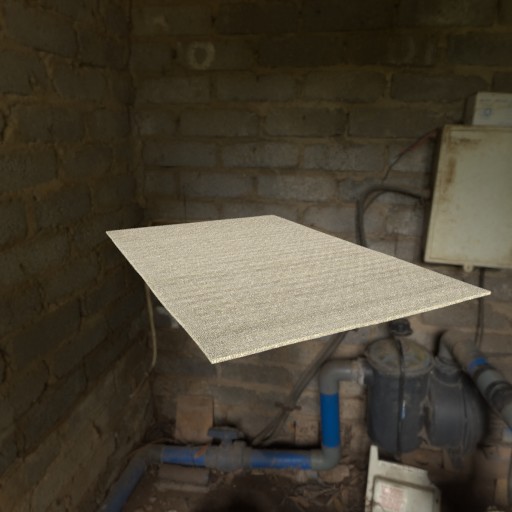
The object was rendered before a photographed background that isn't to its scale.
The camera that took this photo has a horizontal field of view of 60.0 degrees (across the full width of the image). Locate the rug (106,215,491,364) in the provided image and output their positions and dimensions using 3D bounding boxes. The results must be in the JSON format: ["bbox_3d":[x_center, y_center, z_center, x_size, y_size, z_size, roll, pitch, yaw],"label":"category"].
[{"bbox_3d":[0.000,0.000,2.901,1.532,0.018,2.297,-8,18,-26],"label":"rug"}]
